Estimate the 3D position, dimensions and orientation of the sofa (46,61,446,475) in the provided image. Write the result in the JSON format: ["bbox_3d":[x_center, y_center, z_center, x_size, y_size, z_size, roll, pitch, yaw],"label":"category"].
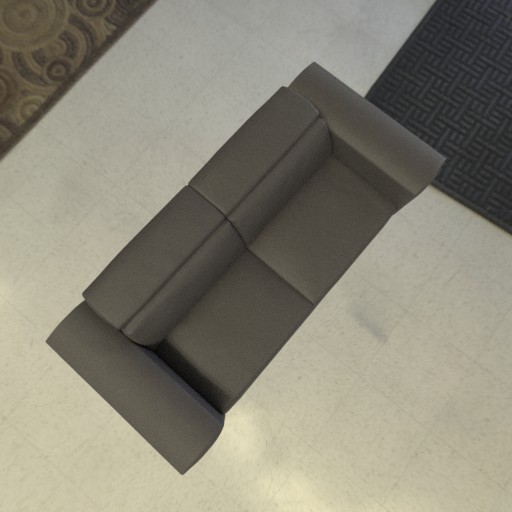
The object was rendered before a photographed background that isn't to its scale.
[{"bbox_3d":[0.000,0.000,2.748,1.048,0.814,2.330,40,80,9],"label":"sofa"}]
